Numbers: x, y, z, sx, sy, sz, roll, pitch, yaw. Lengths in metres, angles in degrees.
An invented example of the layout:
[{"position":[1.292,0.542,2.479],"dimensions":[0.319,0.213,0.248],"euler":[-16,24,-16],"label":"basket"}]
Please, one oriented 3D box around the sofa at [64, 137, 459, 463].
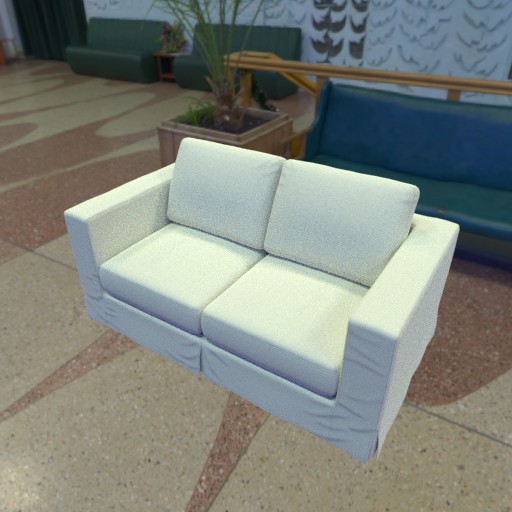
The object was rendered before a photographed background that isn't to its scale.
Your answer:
[{"position":[0.000,0.000,2.370],"dimensions":[1.813,0.932,1.009],"euler":[19,36,27],"label":"sofa"}]
